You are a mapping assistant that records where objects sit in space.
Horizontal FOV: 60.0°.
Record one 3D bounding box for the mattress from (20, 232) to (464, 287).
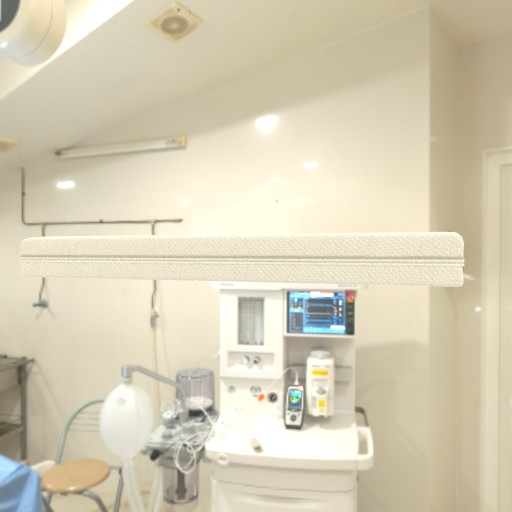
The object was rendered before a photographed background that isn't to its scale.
[{"bbox_3d":[0.000,0.000,2.537,2.000,0.200,1.400,0,1,18],"label":"mattress"}]
